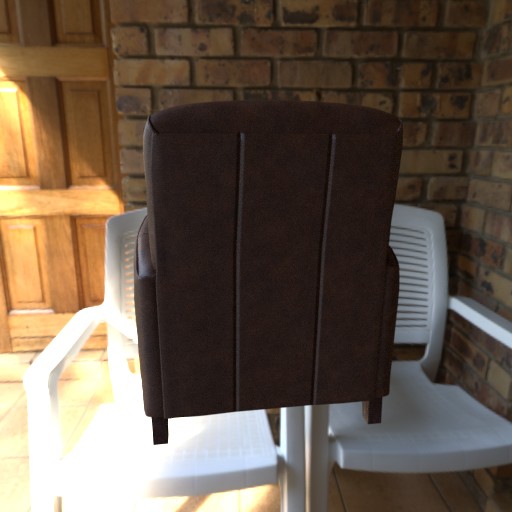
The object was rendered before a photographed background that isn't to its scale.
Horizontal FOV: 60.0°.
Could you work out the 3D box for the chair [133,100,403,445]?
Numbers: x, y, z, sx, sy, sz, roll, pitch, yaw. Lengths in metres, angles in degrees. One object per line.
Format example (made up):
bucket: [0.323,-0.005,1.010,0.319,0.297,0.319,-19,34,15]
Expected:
chair: [0.000,0.000,1.610,0.839,1.010,0.850,-2,15,-8]
